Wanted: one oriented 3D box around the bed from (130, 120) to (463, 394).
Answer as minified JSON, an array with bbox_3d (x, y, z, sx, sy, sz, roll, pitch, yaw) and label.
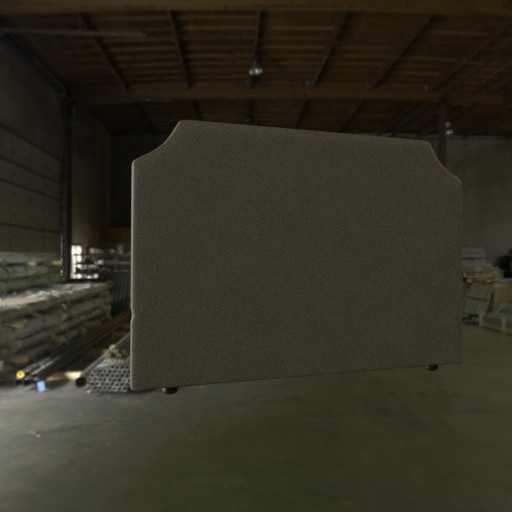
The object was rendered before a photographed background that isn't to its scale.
[{"bbox_3d":[0.000,0.000,3.292,1.831,1.297,2.181,0,0,-17],"label":"bed"}]
